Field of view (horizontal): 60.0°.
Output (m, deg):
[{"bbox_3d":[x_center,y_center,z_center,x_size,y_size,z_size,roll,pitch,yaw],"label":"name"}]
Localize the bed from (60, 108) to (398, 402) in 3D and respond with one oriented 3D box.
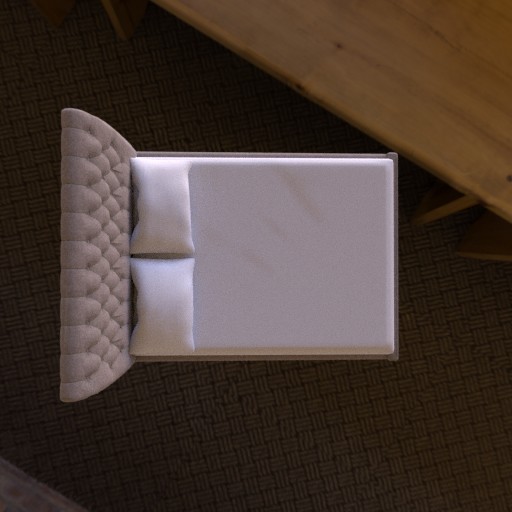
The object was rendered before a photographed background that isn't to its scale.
[{"bbox_3d":[0.000,0.000,3.173,2.252,1.371,1.645,0,89,-1],"label":"bed"}]
